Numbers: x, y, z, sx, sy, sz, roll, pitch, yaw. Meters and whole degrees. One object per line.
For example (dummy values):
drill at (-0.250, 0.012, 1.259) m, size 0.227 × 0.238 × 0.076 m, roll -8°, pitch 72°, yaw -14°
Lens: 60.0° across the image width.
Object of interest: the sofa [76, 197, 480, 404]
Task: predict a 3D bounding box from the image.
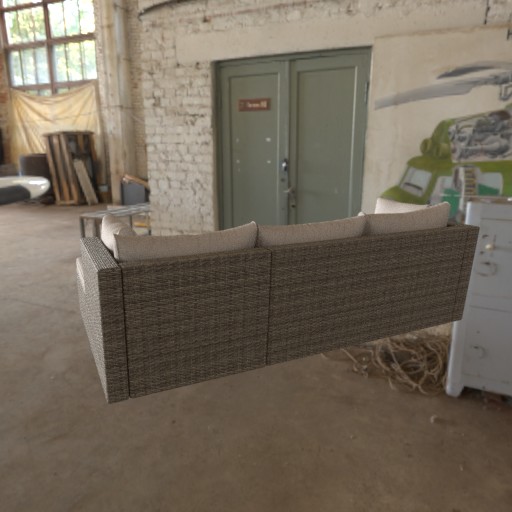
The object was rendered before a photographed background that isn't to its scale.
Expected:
sofa at (0.000, 0.000, 2.971) m, size 2.192 × 0.766 × 1.662 m, roll -7°, pitch 15°, yaw -25°
